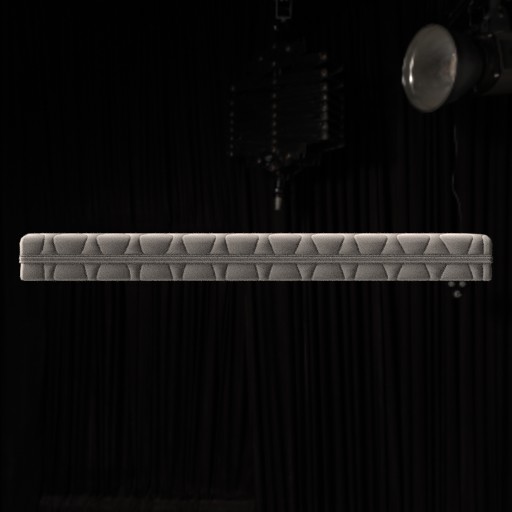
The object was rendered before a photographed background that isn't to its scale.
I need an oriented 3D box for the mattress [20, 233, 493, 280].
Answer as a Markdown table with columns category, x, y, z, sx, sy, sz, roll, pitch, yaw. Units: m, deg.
| category | x | y | z | sx | sy | sz | roll | pitch | yaw |
| --- | --- | --- | --- | --- | --- | --- | --- | --- | --- |
| mattress | 0.000 | 0.000 | 2.312 | 2.000 | 0.200 | 0.900 | 0 | 1 | 0 |
